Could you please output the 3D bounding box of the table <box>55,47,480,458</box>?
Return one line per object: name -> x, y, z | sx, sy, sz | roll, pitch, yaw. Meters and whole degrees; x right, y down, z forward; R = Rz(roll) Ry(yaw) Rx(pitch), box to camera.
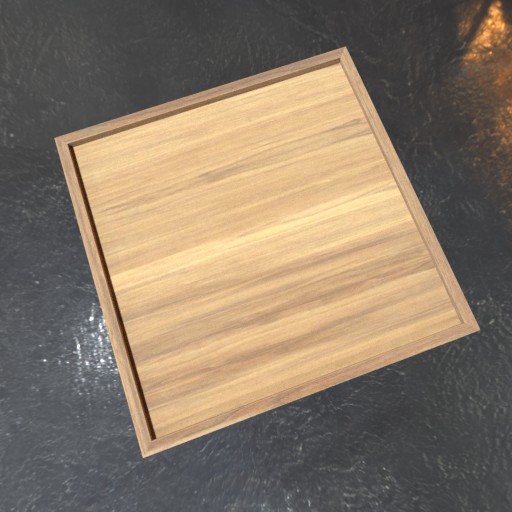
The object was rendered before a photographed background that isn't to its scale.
table -> 0.000, 0.000, 1.127 | 0.679, 0.464, 0.676 | -19, 77, -5
